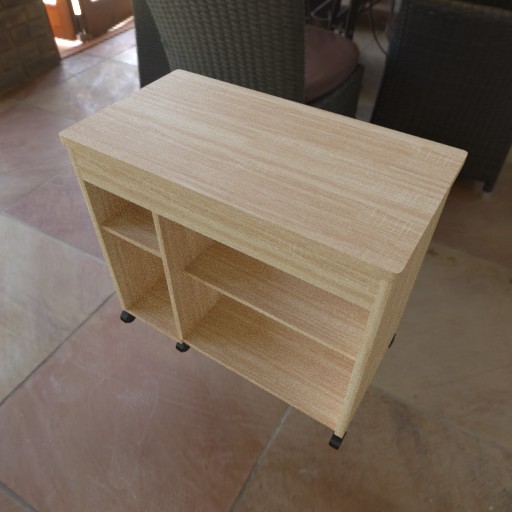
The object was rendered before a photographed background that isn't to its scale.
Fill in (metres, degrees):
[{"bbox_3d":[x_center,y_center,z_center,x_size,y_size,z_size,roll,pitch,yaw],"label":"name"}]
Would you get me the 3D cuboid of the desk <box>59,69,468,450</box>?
[{"bbox_3d":[0.000,0.000,1.342,0.884,0.770,0.480,24,50,22],"label":"desk"}]
